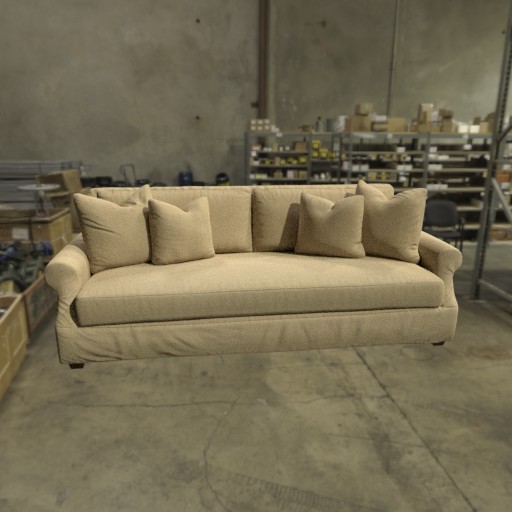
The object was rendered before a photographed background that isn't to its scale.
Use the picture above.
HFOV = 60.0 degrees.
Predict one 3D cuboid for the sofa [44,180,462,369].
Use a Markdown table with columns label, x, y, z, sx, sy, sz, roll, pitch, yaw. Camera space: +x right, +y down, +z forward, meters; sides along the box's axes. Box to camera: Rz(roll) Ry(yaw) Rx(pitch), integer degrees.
| label | x | y | z | sx | sy | sz | roll | pitch | yaw |
| --- | --- | --- | --- | --- | --- | --- | --- | --- | --- |
| sofa | 0.000 | 0.000 | 2.772 | 2.285 | 0.904 | 1.067 | -2 | 15 | -7 |
